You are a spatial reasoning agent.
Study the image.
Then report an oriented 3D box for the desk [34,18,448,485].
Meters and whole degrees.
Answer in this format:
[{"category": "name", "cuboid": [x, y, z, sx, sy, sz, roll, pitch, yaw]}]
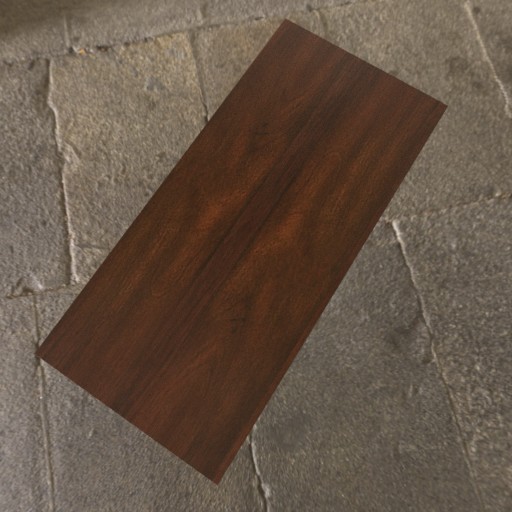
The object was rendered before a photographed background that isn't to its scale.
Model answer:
[{"category": "desk", "cuboid": [0.000, 0.000, 2.081, 0.734, 1.031, 1.577, 32, 78, 8]}]
